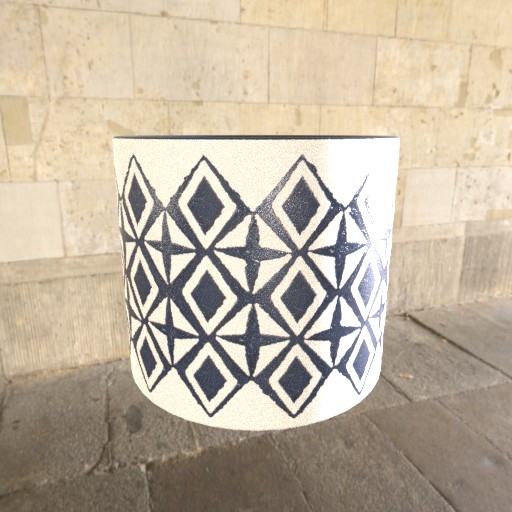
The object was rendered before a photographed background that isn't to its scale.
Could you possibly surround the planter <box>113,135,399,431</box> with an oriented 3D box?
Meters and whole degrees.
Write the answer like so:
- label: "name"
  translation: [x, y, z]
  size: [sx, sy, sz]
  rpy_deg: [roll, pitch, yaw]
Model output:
- label: "planter"
  translation: [0.000, 0.000, 0.275]
  size: [0.159, 0.144, 0.159]
  rpy_deg: [0, 16, 0]
